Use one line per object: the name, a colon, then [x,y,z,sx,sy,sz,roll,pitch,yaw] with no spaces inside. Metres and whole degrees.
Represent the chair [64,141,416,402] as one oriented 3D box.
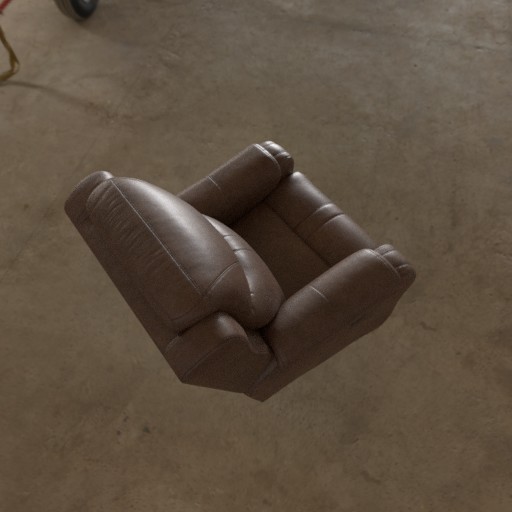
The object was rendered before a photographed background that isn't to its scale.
chair: [0.000,0.000,1.800,1.067,0.990,0.940,-33,63,-19]
